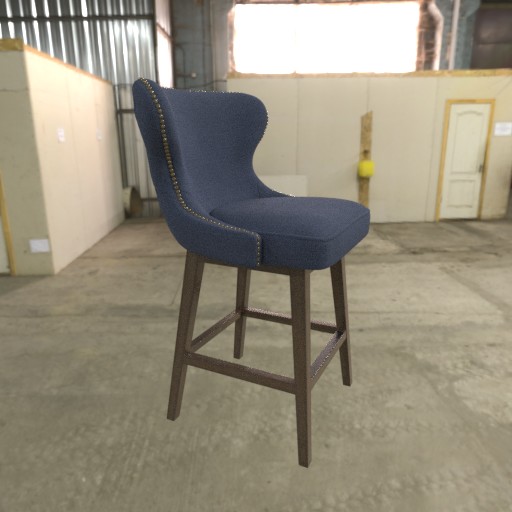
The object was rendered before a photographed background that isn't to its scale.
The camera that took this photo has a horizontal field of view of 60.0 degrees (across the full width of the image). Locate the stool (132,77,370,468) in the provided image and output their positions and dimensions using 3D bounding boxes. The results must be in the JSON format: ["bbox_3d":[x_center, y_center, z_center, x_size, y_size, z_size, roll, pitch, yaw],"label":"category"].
[{"bbox_3d":[0.000,0.000,1.331,0.597,0.972,0.615,8,18,25],"label":"stool"}]
